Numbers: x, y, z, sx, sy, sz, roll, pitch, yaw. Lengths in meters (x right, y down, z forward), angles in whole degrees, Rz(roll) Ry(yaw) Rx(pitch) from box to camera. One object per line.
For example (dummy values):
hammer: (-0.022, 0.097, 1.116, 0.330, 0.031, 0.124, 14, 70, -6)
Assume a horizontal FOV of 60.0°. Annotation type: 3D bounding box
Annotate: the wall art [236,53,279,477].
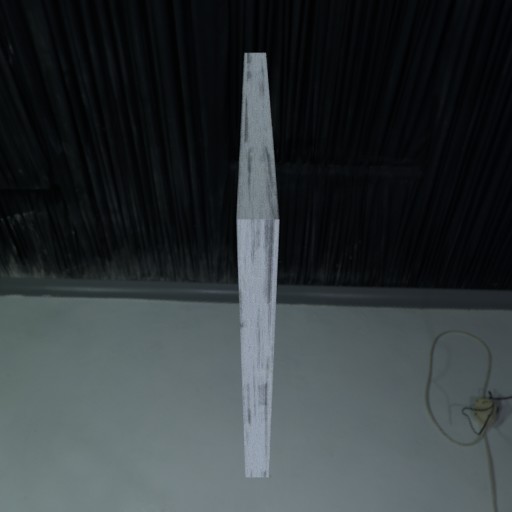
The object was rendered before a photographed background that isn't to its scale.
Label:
wall art: (0.000, 0.000, 0.745, 0.038, 0.506, 0.506, 0, 40, 0)
